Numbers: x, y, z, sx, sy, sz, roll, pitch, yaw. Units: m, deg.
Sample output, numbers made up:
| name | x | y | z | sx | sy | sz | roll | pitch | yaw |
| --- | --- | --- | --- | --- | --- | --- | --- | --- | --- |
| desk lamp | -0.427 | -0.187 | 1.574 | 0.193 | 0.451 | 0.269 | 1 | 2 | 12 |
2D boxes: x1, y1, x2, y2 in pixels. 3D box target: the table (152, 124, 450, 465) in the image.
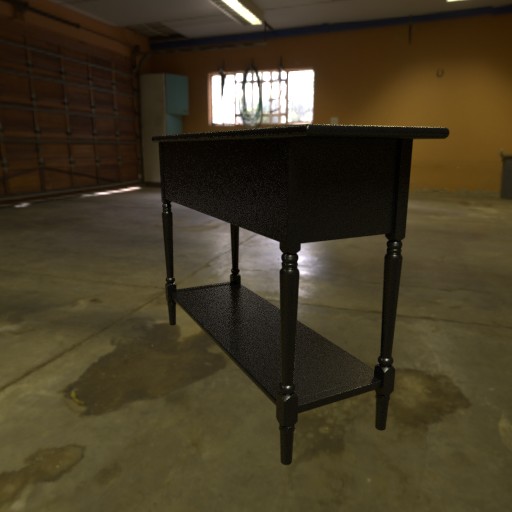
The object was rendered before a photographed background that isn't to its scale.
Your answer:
| name | x | y | z | sx | sy | sz | roll | pitch | yaw |
| --- | --- | --- | --- | --- | --- | --- | --- | --- | --- |
| table | 0.000 | 0.000 | 1.532 | 0.386 | 0.819 | 1.191 | -7 | 15 | -26 |
